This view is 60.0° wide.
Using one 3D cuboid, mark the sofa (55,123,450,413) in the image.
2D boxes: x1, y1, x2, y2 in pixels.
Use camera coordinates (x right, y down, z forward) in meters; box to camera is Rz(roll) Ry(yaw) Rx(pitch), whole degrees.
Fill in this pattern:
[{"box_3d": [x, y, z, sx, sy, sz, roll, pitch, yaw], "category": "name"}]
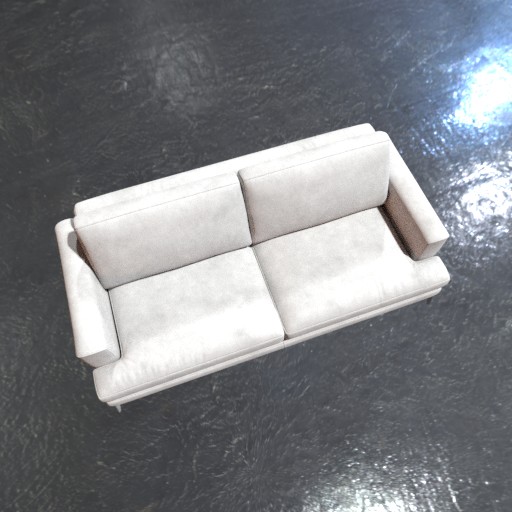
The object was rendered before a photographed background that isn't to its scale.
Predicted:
[{"box_3d": [0.000, 0.000, 2.488, 2.013, 0.830, 0.980, -17, 65, -8], "category": "sofa"}]
